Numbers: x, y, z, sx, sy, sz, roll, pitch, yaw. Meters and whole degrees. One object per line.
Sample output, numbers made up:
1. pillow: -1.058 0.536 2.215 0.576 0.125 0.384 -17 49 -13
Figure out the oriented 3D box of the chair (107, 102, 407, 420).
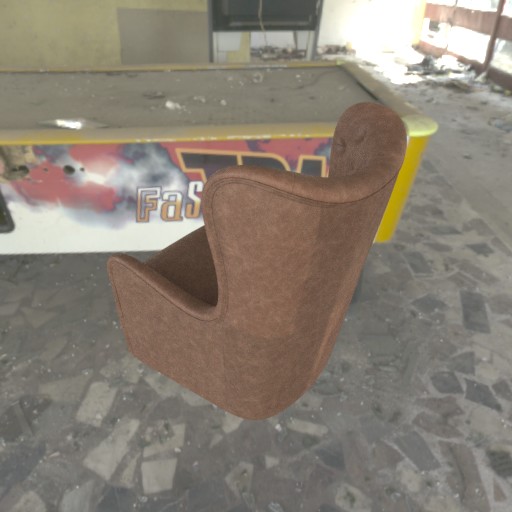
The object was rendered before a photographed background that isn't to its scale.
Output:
1. chair: 0.000 0.000 1.728 0.930 1.079 0.831 21 38 29
